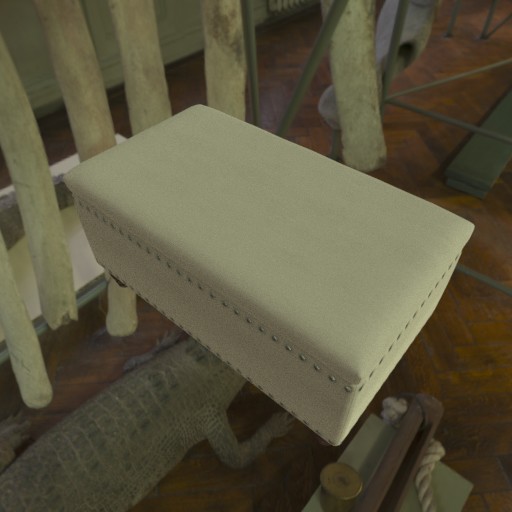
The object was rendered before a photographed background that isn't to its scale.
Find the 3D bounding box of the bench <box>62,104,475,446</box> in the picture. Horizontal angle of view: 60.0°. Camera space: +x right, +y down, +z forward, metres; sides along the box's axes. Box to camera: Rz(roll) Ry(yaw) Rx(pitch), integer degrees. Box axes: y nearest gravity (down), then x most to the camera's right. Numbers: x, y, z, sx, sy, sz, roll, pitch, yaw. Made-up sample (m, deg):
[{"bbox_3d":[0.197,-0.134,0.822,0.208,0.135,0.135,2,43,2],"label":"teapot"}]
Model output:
[{"bbox_3d":[0.000,0.000,1.206,0.887,0.449,0.500,31,53,27],"label":"bench"}]
